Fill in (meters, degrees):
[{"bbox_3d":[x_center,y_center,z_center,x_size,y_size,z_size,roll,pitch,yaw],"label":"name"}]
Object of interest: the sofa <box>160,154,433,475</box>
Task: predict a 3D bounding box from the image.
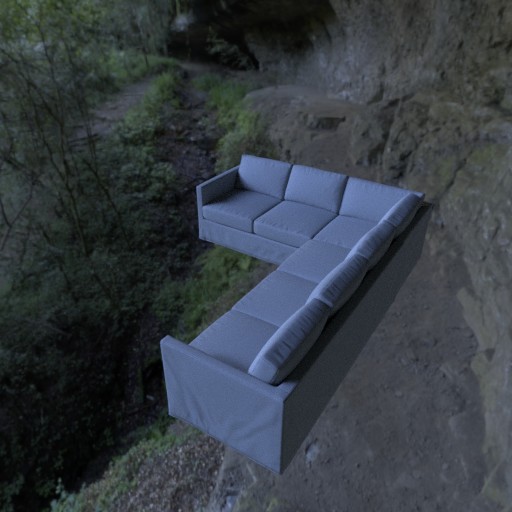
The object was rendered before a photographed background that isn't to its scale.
[{"bbox_3d":[0.000,0.000,4.231,2.432,0.871,3.182,18,35,28],"label":"sofa"}]
